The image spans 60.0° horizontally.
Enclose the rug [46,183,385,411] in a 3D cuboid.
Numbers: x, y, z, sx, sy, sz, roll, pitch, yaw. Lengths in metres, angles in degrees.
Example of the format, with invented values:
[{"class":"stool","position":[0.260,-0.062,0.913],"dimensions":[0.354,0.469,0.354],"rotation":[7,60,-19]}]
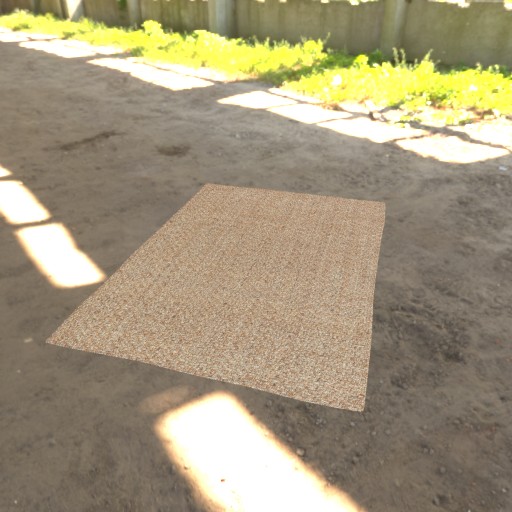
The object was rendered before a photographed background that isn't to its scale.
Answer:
[{"class":"rug","position":[0.000,0.000,2.859],"dimensions":[1.566,0.013,2.141],"rotation":[8,32,13]}]
